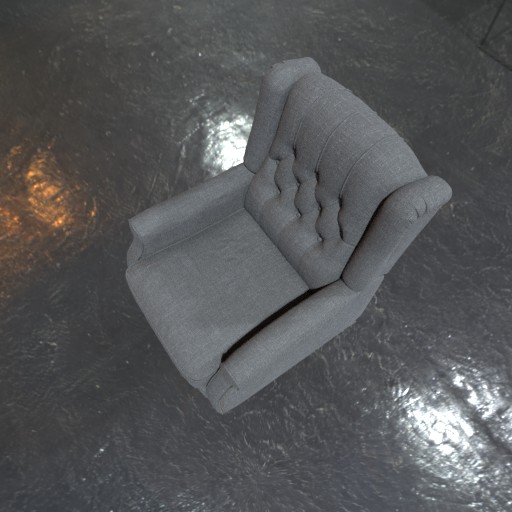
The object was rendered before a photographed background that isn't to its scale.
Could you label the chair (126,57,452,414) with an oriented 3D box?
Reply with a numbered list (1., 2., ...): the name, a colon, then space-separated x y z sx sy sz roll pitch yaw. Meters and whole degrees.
1. chair: 0.000 0.000 1.633 0.898 1.035 0.742 -32 68 -15
